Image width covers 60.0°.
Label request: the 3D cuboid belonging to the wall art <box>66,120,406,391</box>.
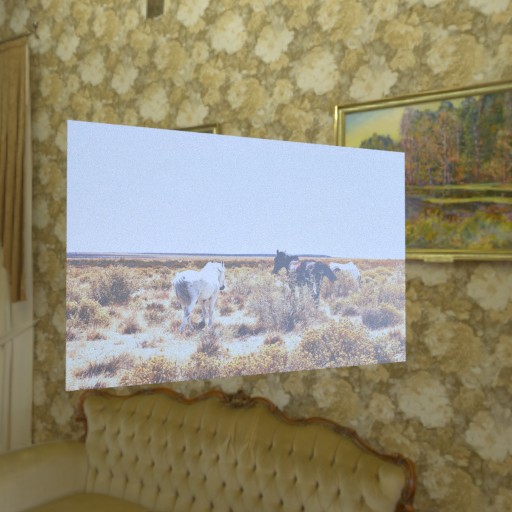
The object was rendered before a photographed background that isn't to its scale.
[{"bbox_3d":[0.000,0.000,1.931,1.520,1.016,0.051,0,-1,-19],"label":"wall art"}]
